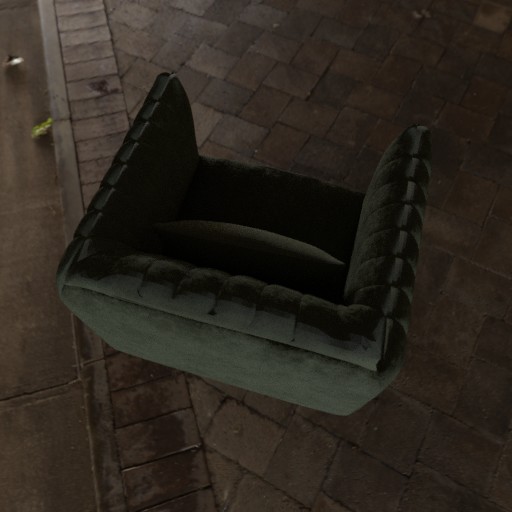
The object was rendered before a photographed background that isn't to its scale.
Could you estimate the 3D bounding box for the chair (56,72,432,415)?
[{"bbox_3d":[0.000,0.000,1.642,1.032,0.794,0.877,14,65,7],"label":"chair"}]
